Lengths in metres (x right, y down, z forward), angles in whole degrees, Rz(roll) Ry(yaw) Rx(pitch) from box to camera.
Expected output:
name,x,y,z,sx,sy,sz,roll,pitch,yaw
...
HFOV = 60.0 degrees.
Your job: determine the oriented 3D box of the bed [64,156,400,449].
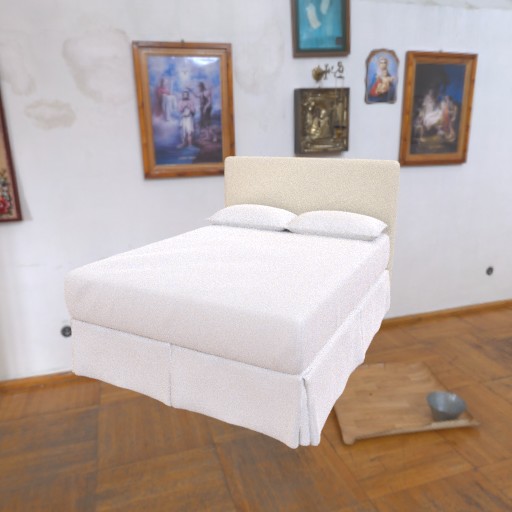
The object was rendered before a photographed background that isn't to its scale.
name,x,y,z,sx,sy,sz,roll,pitch,yaw
bed,0.000,0.000,3.267,1.714,1.330,2.147,8,17,26
